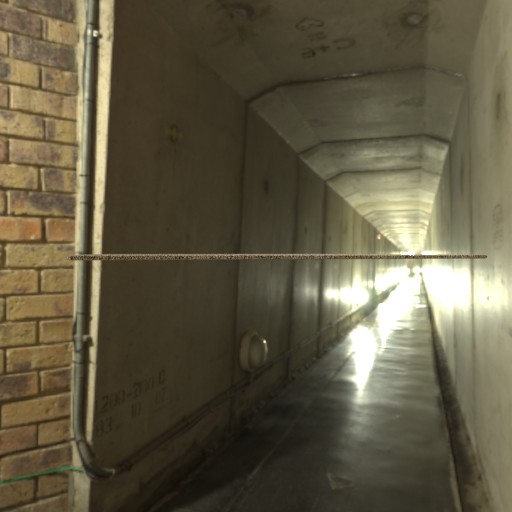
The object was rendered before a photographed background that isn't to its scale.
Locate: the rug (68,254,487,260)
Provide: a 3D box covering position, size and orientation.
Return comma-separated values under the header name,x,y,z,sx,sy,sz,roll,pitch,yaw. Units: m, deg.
name,x,y,z,sx,sy,sz,roll,pitch,yaw
rug,0.000,0.000,4.164,3.047,0.029,2.438,0,0,-17
